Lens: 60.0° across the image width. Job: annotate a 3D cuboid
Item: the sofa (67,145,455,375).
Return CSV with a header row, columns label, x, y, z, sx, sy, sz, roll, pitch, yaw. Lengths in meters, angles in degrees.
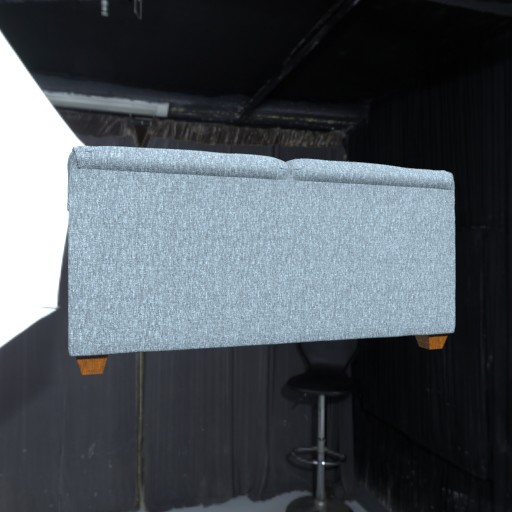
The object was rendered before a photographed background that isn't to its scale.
label,x,y,z,sx,sy,sz,roll,pitch,yaw
sofa,0.000,0.000,2.447,1.846,0.958,0.998,0,0,-17
